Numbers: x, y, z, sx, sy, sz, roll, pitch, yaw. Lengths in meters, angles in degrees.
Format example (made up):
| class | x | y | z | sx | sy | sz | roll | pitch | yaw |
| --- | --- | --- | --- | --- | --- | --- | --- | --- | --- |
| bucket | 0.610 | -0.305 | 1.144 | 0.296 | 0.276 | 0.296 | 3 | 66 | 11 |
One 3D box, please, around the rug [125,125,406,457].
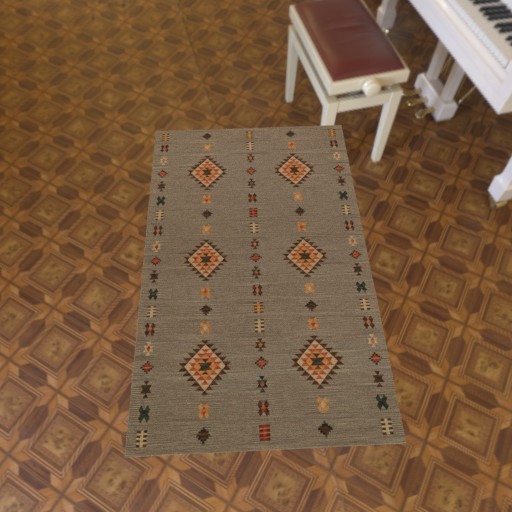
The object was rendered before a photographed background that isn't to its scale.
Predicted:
| class | x | y | z | sx | sy | sz | roll | pitch | yaw |
| --- | --- | --- | --- | --- | --- | --- | --- | --- | --- |
| rug | 0.000 | 0.000 | 2.997 | 1.515 | 0.007 | 2.427 | -2 | 59 | -1 |
